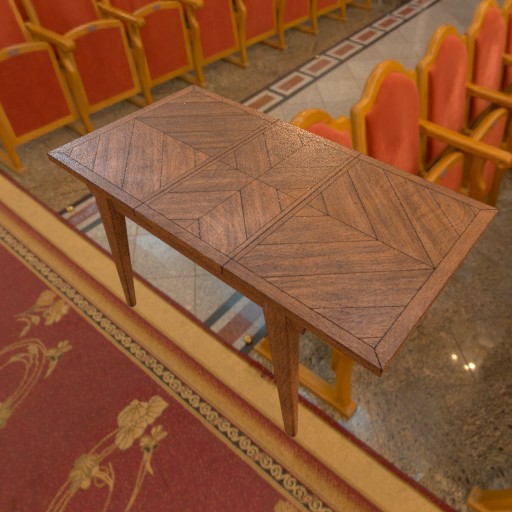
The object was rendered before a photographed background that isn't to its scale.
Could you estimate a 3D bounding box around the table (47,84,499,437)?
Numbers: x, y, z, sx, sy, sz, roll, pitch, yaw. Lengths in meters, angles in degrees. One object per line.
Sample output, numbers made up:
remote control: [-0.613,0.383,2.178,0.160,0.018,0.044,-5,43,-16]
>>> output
table: [0.000,0.000,1.804,1.400,0.760,0.757,31,53,27]
